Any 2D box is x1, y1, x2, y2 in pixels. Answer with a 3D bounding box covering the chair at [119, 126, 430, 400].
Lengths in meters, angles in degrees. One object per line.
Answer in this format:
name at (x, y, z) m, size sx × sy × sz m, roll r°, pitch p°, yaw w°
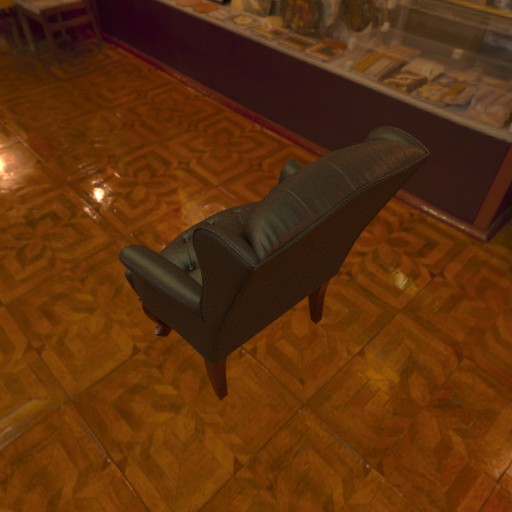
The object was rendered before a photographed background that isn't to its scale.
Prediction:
chair at (0.000, 0.000, 1.637) m, size 0.838 × 1.111 × 0.762 m, roll -33°, pitch 54°, yaw -27°
